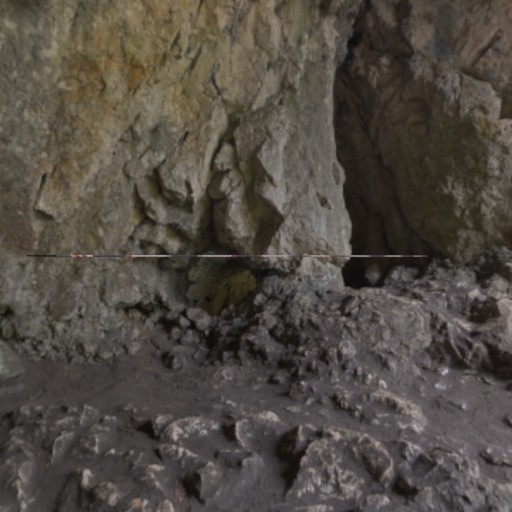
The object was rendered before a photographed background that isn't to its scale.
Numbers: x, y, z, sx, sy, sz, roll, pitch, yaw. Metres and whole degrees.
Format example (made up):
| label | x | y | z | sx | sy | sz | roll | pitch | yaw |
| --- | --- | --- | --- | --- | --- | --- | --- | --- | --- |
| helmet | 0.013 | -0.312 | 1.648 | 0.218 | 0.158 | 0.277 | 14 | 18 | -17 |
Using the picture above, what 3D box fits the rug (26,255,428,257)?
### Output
| label | x | y | z | sx | sy | sz | roll | pitch | yaw |
| --- | --- | --- | --- | --- | --- | --- | --- | --- | --- |
| rug | 0.000 | 0.000 | 2.736 | 2.440 | 0.009 | 0.760 | 0 | 0 | -35 |
